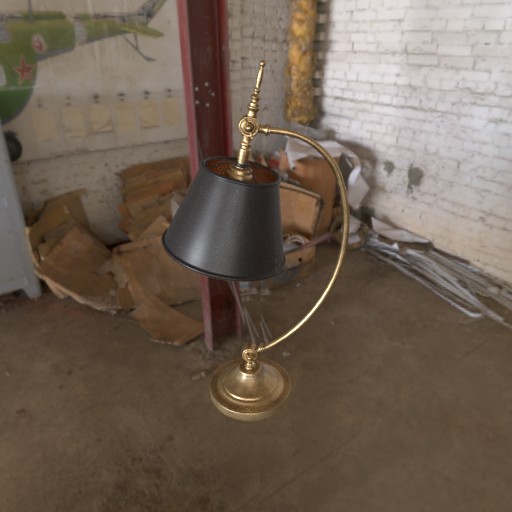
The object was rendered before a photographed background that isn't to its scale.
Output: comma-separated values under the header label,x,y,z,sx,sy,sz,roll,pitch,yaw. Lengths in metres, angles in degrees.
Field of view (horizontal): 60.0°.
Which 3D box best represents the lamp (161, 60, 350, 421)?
label,x,y,z,sx,sy,sz,roll,pitch,yaw
lamp,0.000,0.000,0.834,0.344,0.675,0.235,0,27,0
